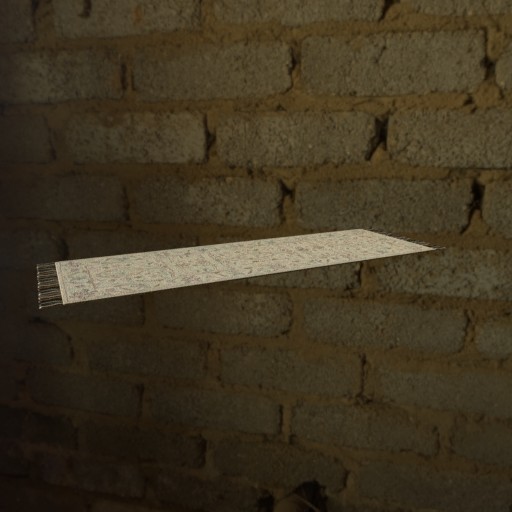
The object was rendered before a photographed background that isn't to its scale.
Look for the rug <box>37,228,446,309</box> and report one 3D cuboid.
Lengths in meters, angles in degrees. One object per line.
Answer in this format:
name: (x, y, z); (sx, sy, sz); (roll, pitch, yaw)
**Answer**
rug: (0.000, 0.000, 2.744); (2.440, 0.013, 0.769); (-7, 16, -25)
